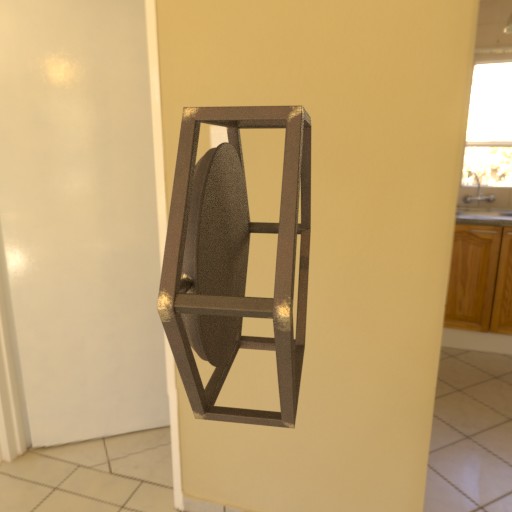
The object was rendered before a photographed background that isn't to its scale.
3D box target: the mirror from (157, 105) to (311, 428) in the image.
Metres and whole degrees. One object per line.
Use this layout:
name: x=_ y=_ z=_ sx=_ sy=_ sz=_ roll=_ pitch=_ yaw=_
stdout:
mirror: x=0.000 y=0.000 z=0.545 sx=0.119 sy=0.334 sz=0.380 roll=2 pitch=14 yaw=9
